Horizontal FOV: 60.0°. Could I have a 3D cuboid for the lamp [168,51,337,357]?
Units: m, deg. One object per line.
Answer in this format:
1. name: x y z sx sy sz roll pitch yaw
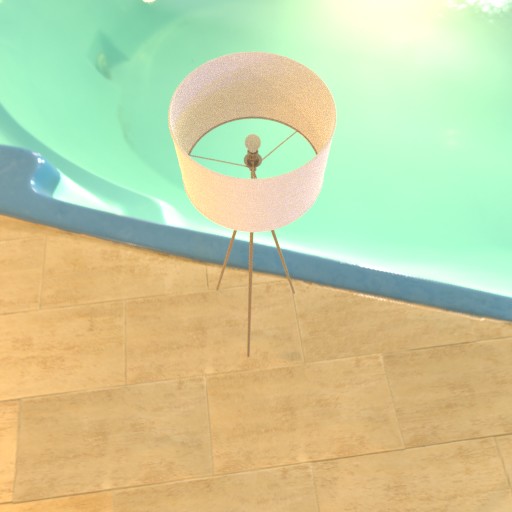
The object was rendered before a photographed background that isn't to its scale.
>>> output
1. lamp: 0.000 0.000 1.760 0.448 1.545 0.458 -1 65 -1
